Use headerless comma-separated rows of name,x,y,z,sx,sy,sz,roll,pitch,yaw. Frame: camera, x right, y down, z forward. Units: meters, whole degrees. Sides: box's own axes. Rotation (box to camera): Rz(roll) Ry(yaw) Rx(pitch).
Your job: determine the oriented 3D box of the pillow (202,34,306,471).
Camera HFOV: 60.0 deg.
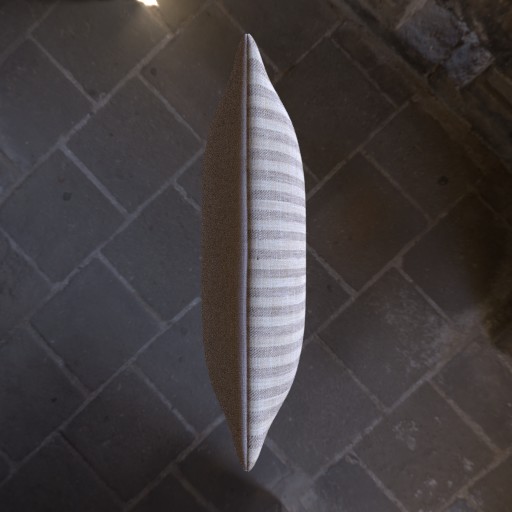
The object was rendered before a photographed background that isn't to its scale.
pillow,0.000,0.000,0.772,0.166,0.510,0.523,0,90,1
